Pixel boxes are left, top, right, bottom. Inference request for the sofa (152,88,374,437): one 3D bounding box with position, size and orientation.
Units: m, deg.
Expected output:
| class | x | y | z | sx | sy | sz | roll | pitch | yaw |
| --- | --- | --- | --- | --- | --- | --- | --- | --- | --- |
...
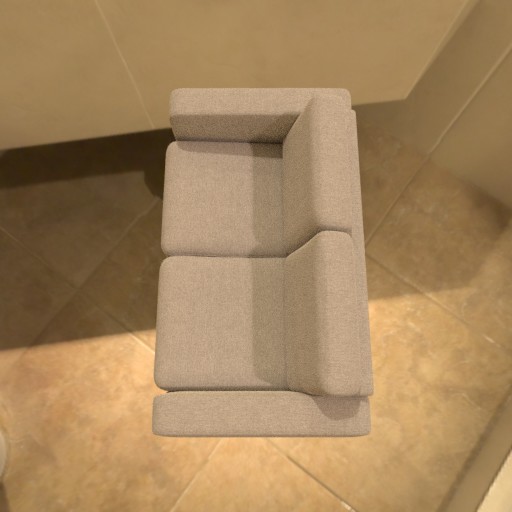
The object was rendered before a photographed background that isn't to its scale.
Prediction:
| class | x | y | z | sx | sy | sz | roll | pitch | yaw |
| --- | --- | --- | --- | --- | --- | --- | --- | --- | --- |
| sofa | 0.000 | 0.000 | 2.060 | 0.900 | 0.800 | 1.540 | 0 | 75 | 0 |
